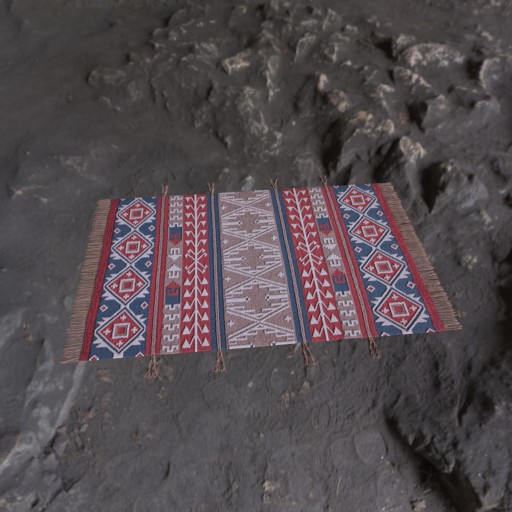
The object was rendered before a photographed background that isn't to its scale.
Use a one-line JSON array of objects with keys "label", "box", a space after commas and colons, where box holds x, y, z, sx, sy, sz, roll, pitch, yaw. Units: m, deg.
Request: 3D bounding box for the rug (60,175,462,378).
[{"label": "rug", "box": [0.000, 0.000, 2.610, 2.025, 0.040, 1.469, -4, 47, -4]}]
